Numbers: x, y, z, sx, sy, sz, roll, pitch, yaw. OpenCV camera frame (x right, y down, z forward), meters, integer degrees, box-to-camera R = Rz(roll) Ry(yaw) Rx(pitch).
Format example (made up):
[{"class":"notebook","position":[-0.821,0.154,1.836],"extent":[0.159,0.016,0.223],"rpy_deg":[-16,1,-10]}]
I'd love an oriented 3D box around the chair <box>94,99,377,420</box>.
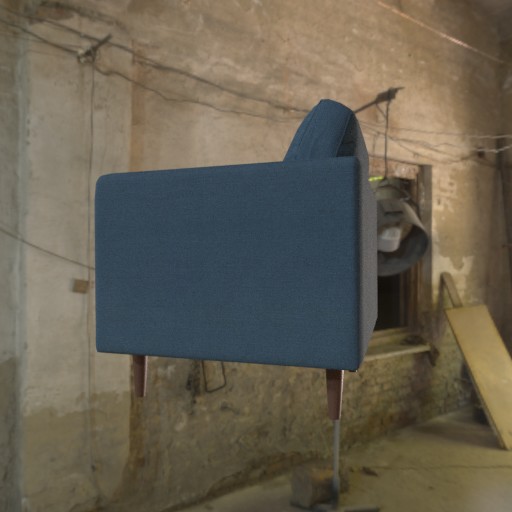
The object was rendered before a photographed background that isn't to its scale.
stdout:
[{"class":"chair","position":[0.000,0.000,1.610],"extent":[0.820,0.922,0.855],"rpy_deg":[0,0,18]}]
